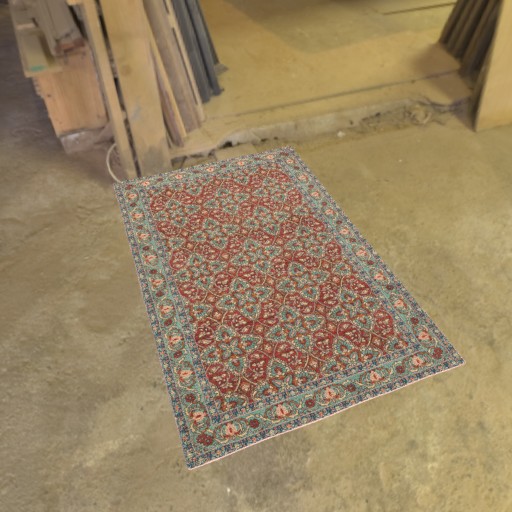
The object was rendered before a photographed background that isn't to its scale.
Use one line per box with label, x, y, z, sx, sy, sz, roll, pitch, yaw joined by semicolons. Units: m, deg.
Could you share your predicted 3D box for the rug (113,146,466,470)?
rug;0.000;0.000;2.327;1.219;0.009;1.829;-15;48;-14
